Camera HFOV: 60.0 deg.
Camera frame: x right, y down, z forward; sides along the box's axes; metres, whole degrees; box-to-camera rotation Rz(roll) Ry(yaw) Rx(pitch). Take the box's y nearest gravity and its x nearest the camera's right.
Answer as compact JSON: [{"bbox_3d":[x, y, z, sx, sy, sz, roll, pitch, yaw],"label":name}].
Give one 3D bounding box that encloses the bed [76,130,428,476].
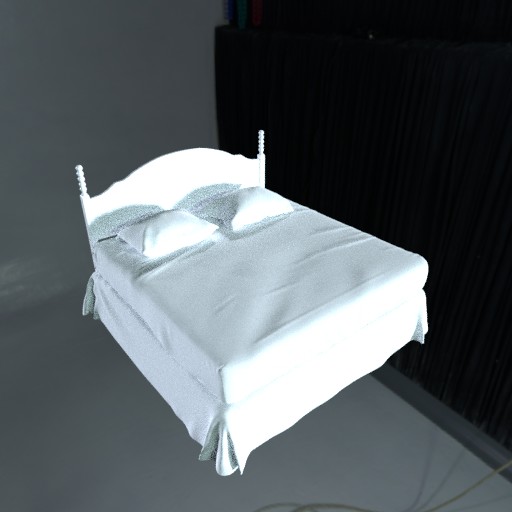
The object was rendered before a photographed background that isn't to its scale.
[{"bbox_3d":[0.000,0.000,3.596,2.322,1.355,2.219,-21,35,-33],"label":"bed"}]
